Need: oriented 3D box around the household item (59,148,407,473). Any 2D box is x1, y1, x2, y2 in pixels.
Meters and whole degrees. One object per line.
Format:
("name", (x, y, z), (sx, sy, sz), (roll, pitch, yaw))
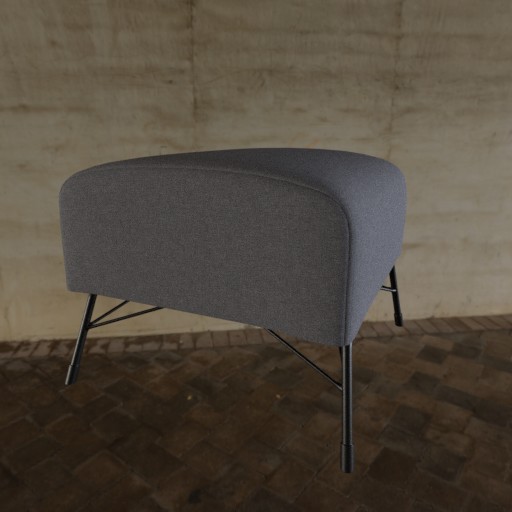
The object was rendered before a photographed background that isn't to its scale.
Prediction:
("household item", (0.000, 0.000, 0.875), (0.530, 0.410, 0.530), (7, 17, 24))
